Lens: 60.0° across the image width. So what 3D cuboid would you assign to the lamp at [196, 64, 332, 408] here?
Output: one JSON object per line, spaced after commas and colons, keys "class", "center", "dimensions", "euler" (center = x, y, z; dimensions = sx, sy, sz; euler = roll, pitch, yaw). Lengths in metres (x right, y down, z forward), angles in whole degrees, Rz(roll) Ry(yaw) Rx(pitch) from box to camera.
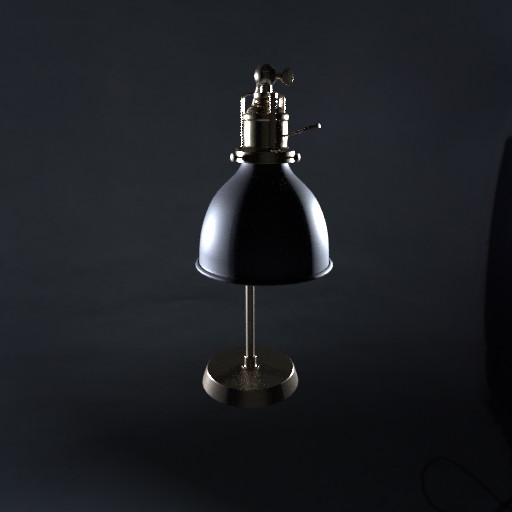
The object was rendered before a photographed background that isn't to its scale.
{"class": "lamp", "center": [0.000, 0.000, 0.589], "dimensions": [0.160, 0.456, 0.291], "euler": [-2, 17, -8]}
